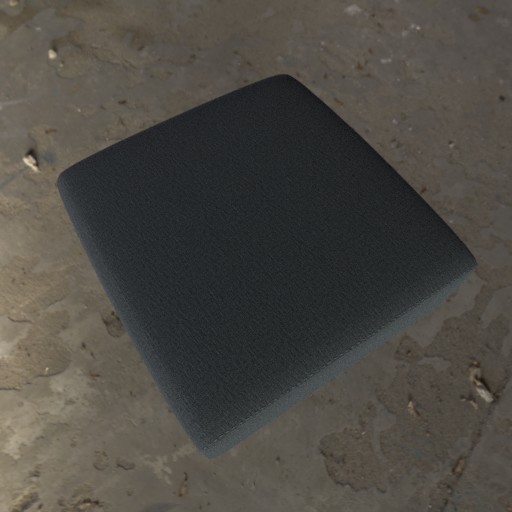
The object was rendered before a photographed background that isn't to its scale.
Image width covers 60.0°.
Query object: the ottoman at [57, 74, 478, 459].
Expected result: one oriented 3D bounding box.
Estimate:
[{"bbox_3d":[0.000,0.000,1.029,0.649,0.398,0.650,-30,65,-15],"label":"ottoman"}]
